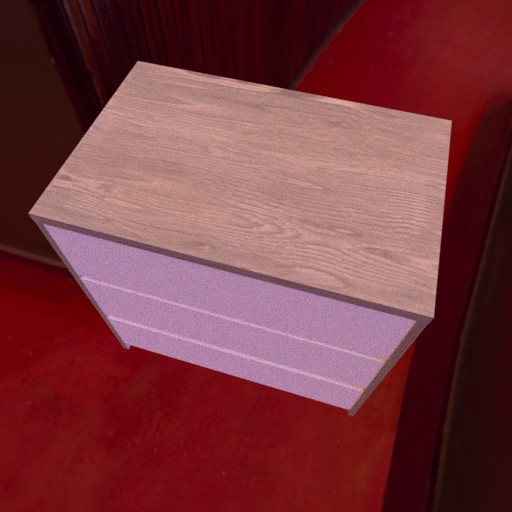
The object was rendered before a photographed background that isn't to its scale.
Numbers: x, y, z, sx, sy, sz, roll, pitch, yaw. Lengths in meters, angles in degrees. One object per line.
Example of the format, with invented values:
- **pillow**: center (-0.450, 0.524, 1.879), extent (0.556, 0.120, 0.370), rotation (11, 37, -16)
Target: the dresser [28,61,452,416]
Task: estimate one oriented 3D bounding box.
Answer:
- **dresser**: center (0.000, 0.000, 1.298), extent (0.809, 0.762, 0.529), rotation (14, 59, 9)
